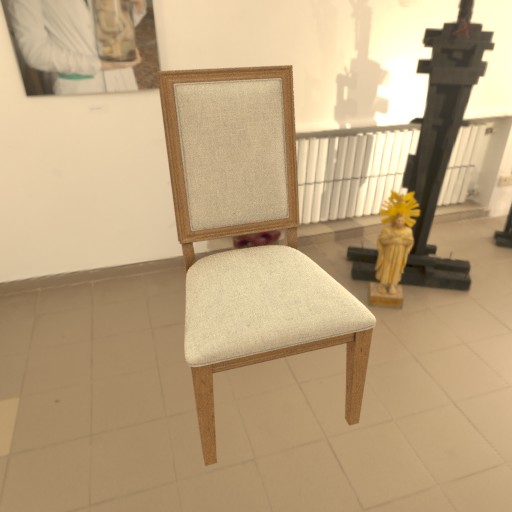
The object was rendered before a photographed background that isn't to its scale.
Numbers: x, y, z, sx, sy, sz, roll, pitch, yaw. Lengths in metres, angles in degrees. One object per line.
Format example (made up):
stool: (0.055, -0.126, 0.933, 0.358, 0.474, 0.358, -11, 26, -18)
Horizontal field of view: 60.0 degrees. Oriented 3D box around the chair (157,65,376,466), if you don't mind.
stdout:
chair: (0.000, 0.000, 1.344, 0.536, 0.988, 0.601, -9, 32, -15)
